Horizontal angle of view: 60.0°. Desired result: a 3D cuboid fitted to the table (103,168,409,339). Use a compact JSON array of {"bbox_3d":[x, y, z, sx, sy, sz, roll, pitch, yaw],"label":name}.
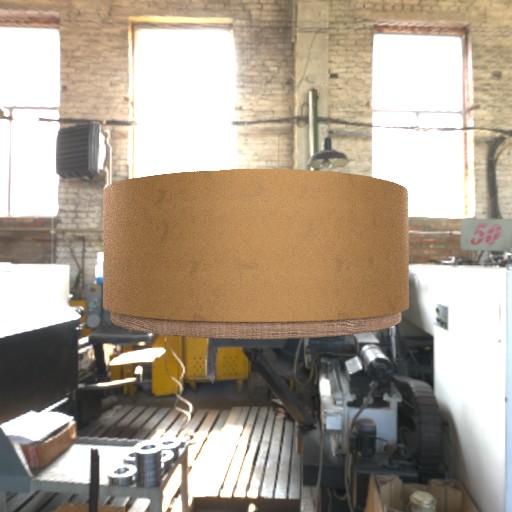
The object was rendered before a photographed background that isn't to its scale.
[{"bbox_3d":[0.000,0.000,1.535,1.001,0.409,1.001,0,-1,0],"label":"table"}]
